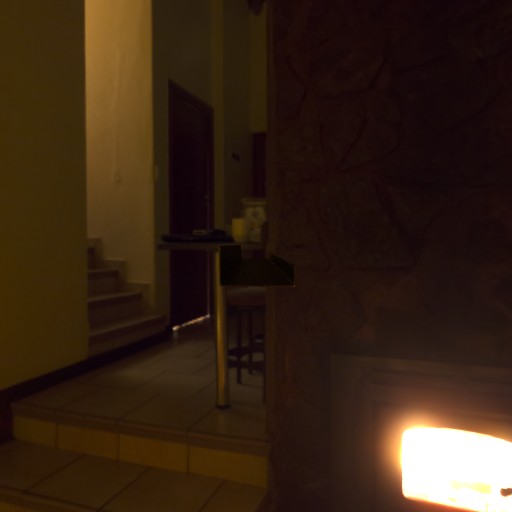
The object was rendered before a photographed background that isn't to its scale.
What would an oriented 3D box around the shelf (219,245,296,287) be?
[{"bbox_3d":[0.000,0.000,0.989,0.092,0.049,0.924,0,2,0],"label":"shelf"}]
